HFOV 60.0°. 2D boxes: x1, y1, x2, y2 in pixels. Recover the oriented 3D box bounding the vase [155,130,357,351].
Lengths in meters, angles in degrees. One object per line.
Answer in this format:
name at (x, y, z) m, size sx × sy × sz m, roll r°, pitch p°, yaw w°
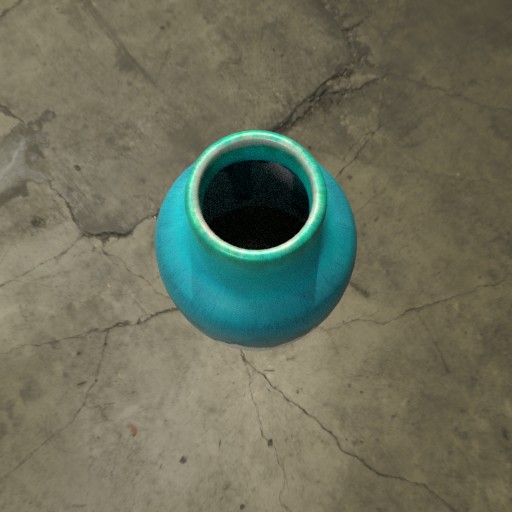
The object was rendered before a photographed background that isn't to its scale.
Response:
vase at (0.000, 0.000, 0.255) m, size 0.106 × 0.192 × 0.106 m, roll 0°, pitch 76°, yaw 0°
